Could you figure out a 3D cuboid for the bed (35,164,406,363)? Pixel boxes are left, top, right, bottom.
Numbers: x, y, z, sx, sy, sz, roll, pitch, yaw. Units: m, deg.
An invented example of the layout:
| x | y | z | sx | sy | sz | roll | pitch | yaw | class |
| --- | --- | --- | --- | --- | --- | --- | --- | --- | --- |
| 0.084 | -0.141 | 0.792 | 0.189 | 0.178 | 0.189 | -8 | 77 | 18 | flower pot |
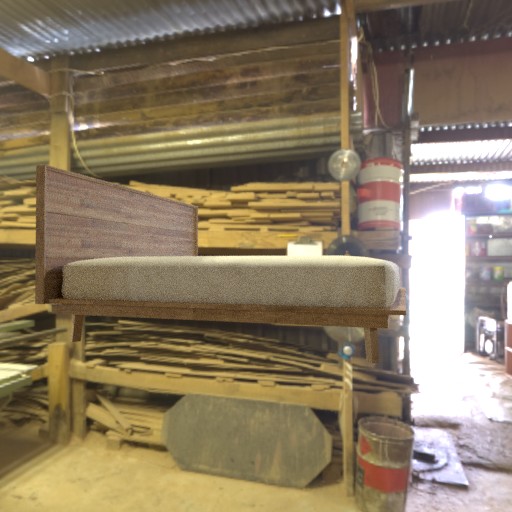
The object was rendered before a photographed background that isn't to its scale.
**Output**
| x | y | z | sx | sy | sz | roll | pitch | yaw | class |
| --- | --- | --- | --- | --- | --- | --- | --- | --- | --- |
| 0.000 | 0.000 | 3.387 | 2.167 | 1.100 | 2.116 | 0 | -1 | 19 | bed |
